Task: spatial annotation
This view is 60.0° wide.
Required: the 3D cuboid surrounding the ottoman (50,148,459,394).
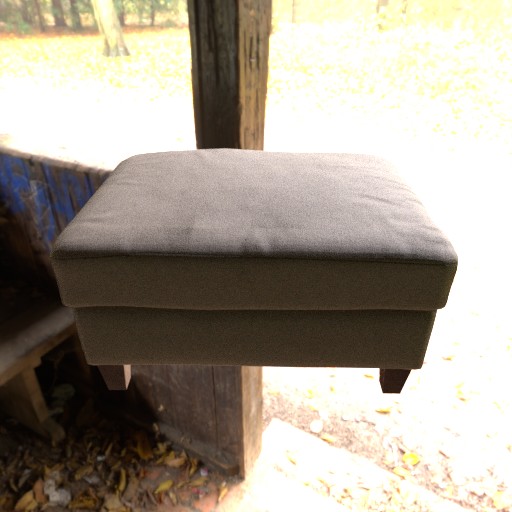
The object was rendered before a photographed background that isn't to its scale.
[{"bbox_3d":[0.000,0.000,1.320,0.902,0.511,0.692,1,31,1],"label":"ottoman"}]
